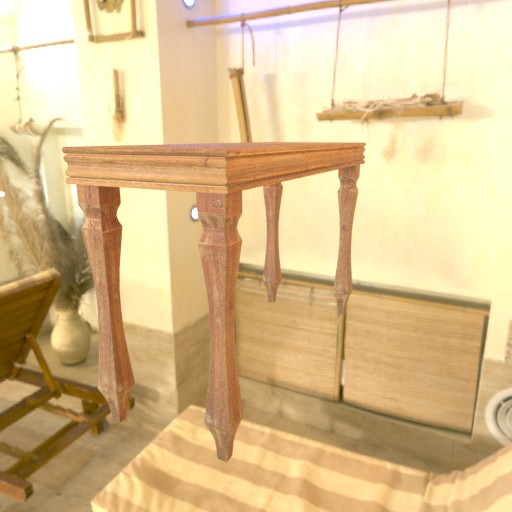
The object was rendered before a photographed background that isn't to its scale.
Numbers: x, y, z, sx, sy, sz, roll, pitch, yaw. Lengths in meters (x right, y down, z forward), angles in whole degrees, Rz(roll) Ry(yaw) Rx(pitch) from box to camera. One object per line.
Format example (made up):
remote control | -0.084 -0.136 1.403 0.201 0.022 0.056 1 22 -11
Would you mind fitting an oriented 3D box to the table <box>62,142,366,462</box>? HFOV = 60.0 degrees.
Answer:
table | 0.000 0.000 1.783 0.522 0.873 1.330 7 17 26
